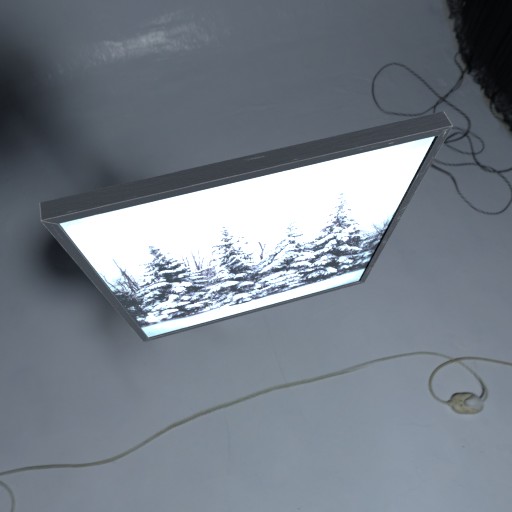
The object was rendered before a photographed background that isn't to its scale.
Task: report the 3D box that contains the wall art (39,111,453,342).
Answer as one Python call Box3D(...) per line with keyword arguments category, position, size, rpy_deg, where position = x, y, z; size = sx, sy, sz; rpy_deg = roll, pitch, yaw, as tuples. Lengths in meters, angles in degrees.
Box3D(category="wall art", position=(0.000, 0.000, 1.137), size=(0.761, 0.761, 0.037), rpy_deg=(-14, 65, -7))
